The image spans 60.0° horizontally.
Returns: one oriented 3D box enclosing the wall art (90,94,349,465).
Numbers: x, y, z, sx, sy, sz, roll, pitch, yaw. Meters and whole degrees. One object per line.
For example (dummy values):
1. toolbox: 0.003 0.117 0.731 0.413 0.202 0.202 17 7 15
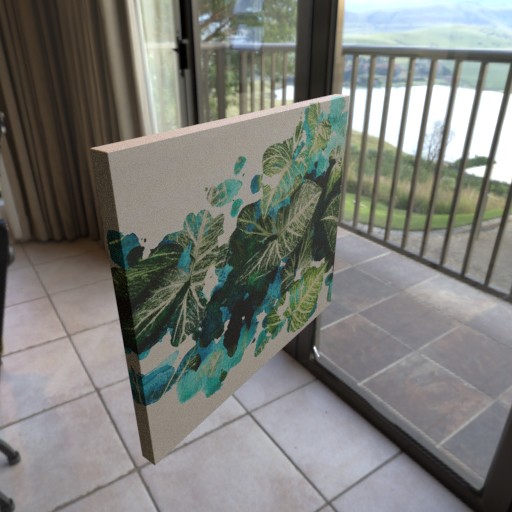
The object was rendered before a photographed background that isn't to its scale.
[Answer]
1. wall art: 0.000 0.000 0.985 0.043 0.610 0.711 19 33 32
